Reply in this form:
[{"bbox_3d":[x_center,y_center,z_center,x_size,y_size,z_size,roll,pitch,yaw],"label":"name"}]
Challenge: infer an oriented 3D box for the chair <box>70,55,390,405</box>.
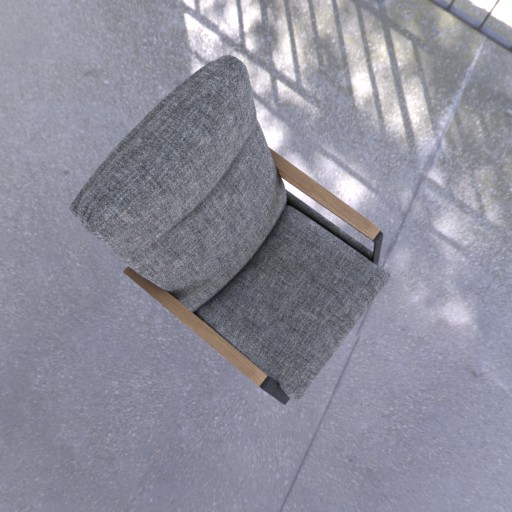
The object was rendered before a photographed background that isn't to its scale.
[{"bbox_3d":[0.000,0.000,1.557,0.868,1.042,0.671,38,78,9],"label":"chair"}]
